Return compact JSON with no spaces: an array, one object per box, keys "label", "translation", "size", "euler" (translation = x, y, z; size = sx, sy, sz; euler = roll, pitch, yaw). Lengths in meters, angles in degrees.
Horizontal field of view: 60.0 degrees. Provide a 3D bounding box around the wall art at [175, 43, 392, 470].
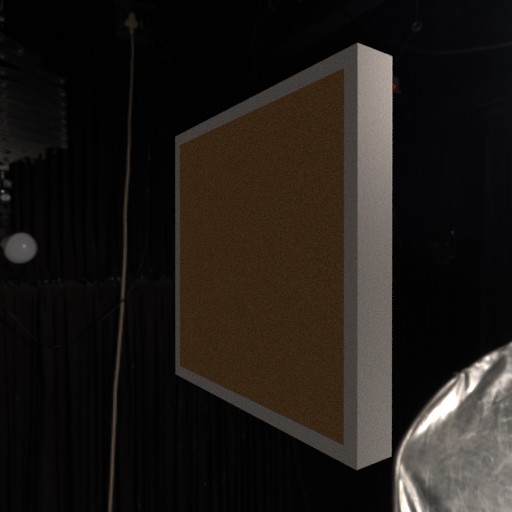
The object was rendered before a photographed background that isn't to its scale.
[{"label":"wall art","translation":[0.000,0.000,0.449],"size":[0.038,0.302,0.305],"euler":[0,0,-35]}]
